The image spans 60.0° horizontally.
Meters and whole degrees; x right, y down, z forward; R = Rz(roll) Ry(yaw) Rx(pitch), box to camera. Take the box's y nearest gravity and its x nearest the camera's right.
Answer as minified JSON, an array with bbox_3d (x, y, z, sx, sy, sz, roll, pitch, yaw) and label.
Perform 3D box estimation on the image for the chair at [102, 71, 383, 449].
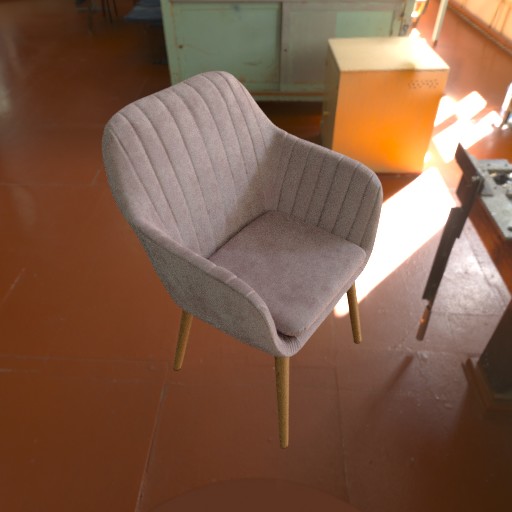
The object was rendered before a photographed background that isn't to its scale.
[{"bbox_3d":[0.000,0.000,1.257,0.570,0.832,0.610,26,48,26],"label":"chair"}]
